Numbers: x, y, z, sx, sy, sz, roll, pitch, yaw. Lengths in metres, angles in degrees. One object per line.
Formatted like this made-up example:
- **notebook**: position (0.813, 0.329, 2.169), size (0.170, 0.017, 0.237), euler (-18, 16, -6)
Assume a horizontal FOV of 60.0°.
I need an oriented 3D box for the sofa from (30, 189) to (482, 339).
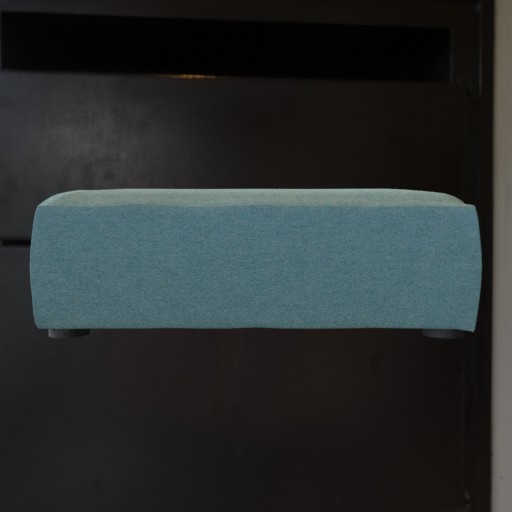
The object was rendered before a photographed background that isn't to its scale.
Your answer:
- **sofa**: position (0.000, 0.000, 1.375), size (0.930, 0.330, 0.930), euler (0, 1, 0)
